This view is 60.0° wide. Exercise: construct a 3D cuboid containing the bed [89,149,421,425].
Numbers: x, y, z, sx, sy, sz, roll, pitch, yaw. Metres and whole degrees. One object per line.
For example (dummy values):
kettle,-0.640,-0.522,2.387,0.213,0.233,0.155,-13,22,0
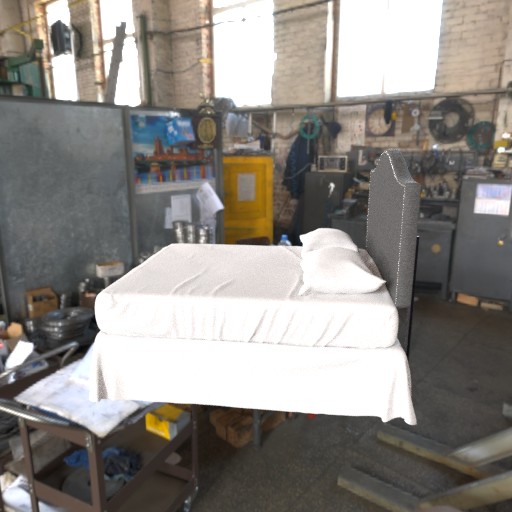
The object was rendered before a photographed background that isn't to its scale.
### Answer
bed,0.000,0.000,3.500,2.221,1.645,1.876,2,14,7
